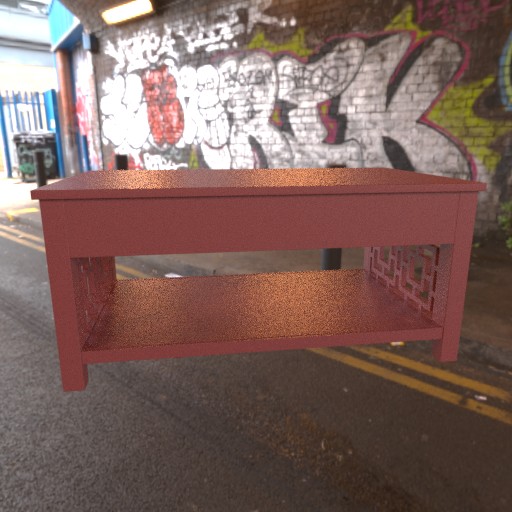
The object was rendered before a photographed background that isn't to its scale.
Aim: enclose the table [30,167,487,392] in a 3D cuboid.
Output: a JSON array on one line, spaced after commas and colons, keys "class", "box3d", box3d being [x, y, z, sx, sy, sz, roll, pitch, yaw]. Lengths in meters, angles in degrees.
[{"class": "table", "box3d": [0.000, 0.000, 1.378, 1.068, 0.493, 0.612, -2, 15, -8]}]
